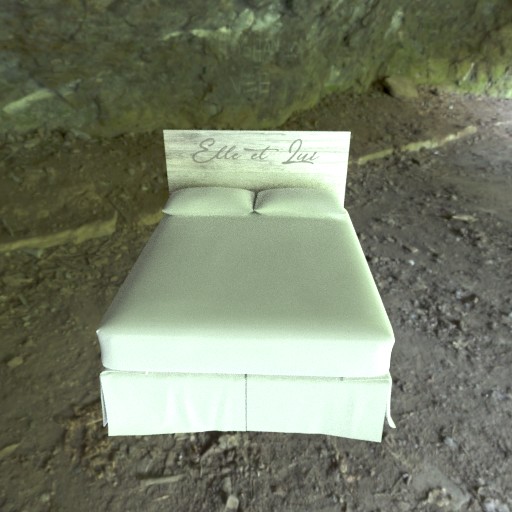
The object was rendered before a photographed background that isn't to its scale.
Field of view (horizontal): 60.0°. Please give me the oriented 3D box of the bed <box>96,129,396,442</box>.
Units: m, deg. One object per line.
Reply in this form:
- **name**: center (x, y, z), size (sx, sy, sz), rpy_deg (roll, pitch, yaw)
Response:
- **bed**: center (0.000, 0.000, 3.180), size (1.745, 1.335, 2.094), rpy_deg (1, 28, 2)
